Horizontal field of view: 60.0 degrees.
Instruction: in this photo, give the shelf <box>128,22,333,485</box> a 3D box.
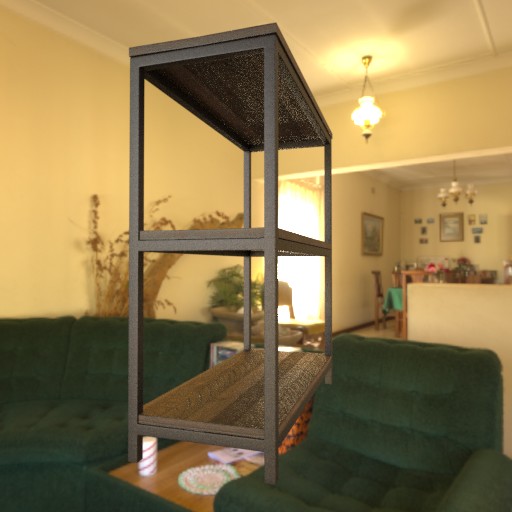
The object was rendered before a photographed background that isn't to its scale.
[{"bbox_3d":[0.000,0.000,1.350,0.352,0.947,0.822,0,-1,18],"label":"shelf"}]
